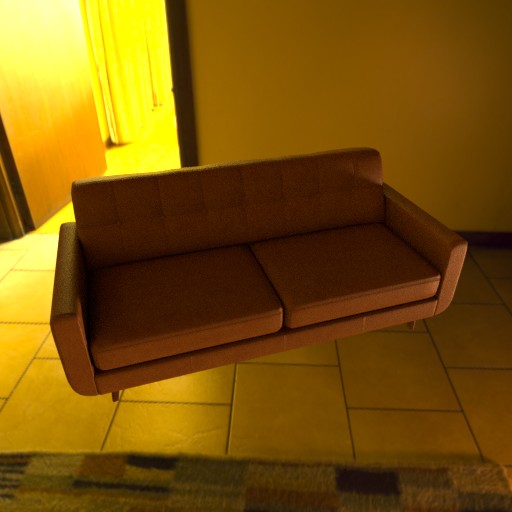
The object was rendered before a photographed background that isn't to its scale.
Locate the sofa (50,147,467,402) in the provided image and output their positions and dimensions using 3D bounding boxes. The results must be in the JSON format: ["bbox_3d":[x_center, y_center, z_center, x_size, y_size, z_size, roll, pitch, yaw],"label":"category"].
[{"bbox_3d":[0.000,0.000,2.593,2.137,0.892,0.980,-10,34,-15],"label":"sofa"}]
